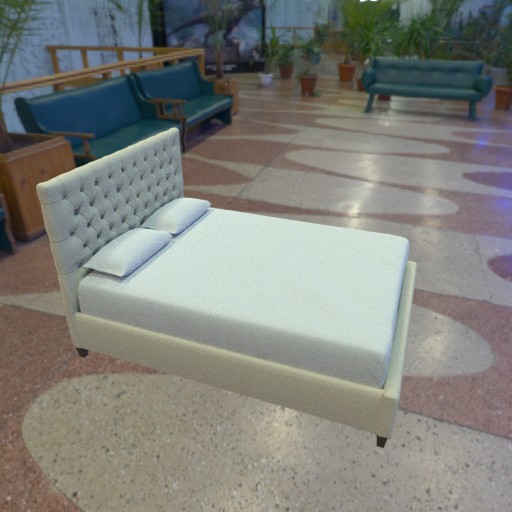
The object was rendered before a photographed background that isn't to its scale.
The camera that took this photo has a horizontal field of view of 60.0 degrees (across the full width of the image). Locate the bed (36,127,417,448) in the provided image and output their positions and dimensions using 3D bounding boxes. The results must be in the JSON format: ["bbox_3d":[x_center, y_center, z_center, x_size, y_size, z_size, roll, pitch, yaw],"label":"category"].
[{"bbox_3d":[0.000,0.000,3.431,2.387,1.427,1.698,11,31,18],"label":"bed"}]
